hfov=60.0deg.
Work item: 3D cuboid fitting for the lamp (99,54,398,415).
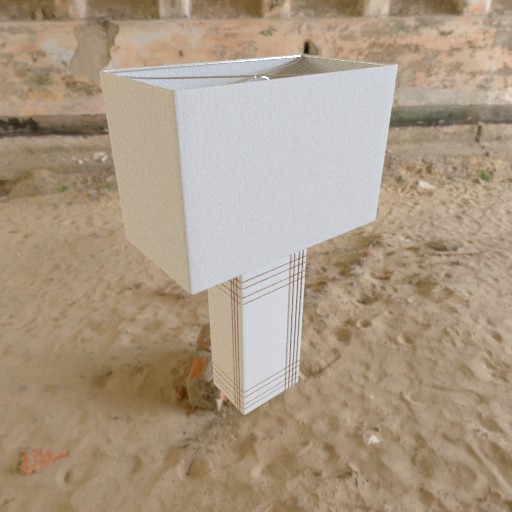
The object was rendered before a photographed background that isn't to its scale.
[{"bbox_3d":[0.000,0.000,0.687,0.334,0.543,0.182,-21,36,-33],"label":"lamp"}]
